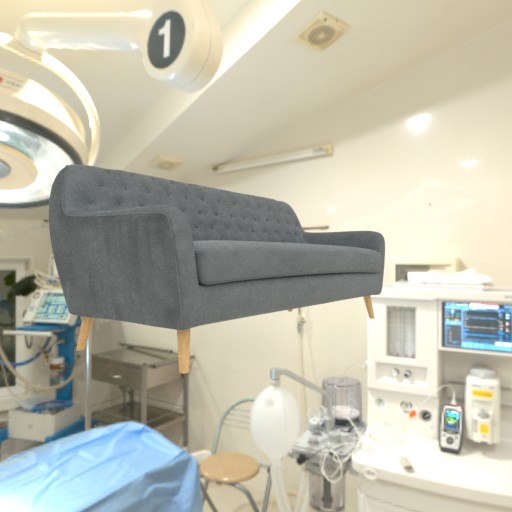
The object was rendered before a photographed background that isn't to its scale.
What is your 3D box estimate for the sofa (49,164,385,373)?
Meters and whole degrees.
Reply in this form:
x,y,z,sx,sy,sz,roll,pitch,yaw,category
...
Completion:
x,y,z,sx,sy,sz,roll,pitch,yaw,category
0.000,0.000,2.466,0.841,0.832,1.975,0,0,36,sofa
